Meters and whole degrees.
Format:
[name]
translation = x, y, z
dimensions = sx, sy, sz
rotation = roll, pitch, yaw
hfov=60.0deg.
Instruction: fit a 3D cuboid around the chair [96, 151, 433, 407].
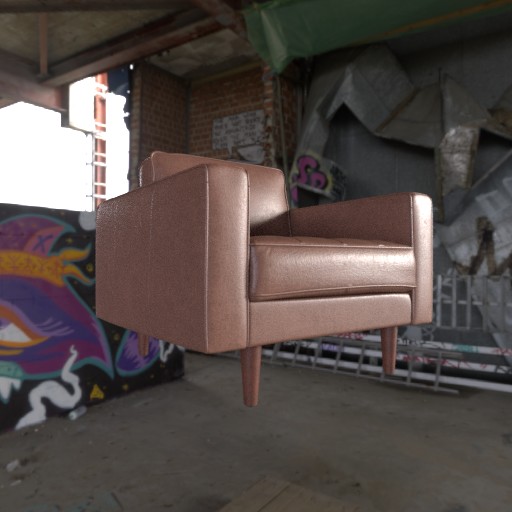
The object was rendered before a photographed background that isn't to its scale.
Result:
[chair]
translation = 0.000, 0.000, 1.578
dimensions = 0.920, 0.770, 0.900
rotation = 0, -1, -36
